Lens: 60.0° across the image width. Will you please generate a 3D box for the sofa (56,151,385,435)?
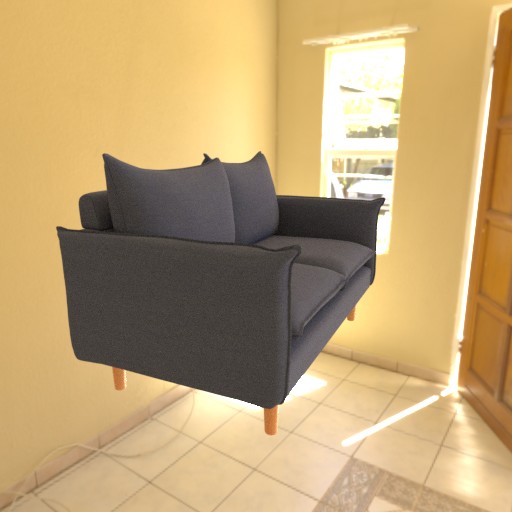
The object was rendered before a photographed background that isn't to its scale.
[{"bbox_3d":[0.000,0.000,1.839,0.820,0.840,1.300,6,15,25],"label":"sofa"}]
